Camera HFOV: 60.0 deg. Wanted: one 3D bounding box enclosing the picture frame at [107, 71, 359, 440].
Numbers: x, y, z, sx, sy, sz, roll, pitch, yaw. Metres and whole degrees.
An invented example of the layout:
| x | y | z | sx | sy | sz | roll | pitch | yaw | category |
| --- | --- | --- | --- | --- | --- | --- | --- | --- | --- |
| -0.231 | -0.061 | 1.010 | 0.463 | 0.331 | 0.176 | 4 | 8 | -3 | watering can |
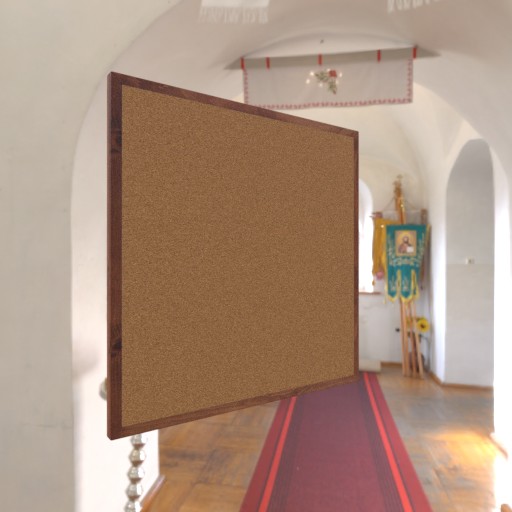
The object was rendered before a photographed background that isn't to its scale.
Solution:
| x | y | z | sx | sy | sz | roll | pitch | yaw | category |
| --- | --- | --- | --- | --- | --- | --- | --- | --- | --- |
| 0.000 | 0.000 | 1.225 | 0.810 | 0.817 | 0.029 | 0 | 0 | -36 | picture frame |
